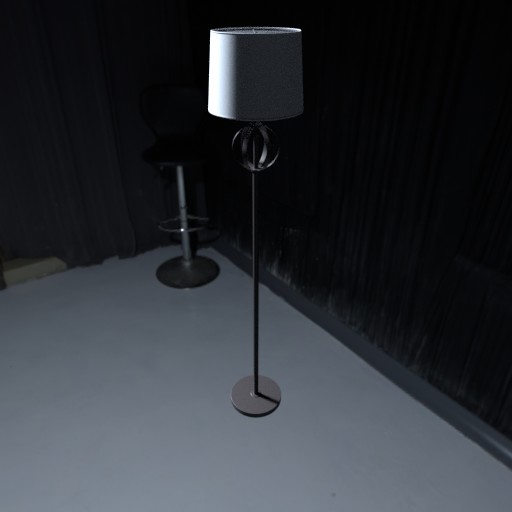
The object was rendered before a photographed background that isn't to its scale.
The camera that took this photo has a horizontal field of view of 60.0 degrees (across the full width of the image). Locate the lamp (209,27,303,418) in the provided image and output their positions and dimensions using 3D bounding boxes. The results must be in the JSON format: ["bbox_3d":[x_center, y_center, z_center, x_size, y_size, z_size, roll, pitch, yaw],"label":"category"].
[{"bbox_3d":[0.000,0.000,1.608,0.286,1.462,0.286,-19,35,-29],"label":"lamp"}]
